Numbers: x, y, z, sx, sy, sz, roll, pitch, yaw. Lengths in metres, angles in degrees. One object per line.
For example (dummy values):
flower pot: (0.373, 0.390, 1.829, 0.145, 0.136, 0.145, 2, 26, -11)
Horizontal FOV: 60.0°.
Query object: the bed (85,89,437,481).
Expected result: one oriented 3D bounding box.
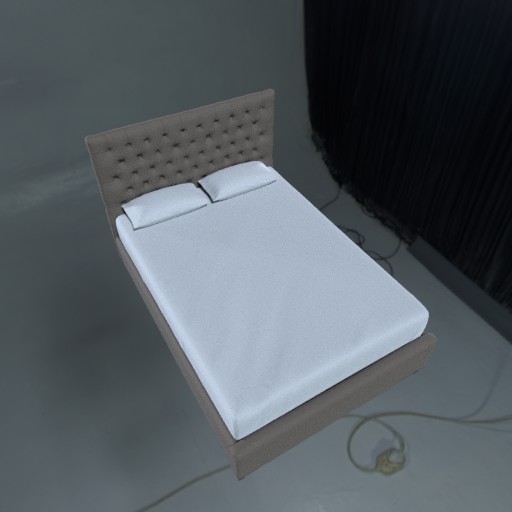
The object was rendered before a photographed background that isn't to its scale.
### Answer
bed: (0.000, 0.000, 3.455, 1.698, 1.427, 2.387, -22, 49, -21)
